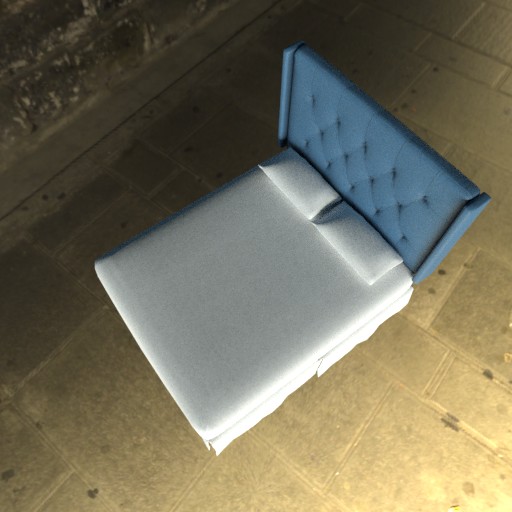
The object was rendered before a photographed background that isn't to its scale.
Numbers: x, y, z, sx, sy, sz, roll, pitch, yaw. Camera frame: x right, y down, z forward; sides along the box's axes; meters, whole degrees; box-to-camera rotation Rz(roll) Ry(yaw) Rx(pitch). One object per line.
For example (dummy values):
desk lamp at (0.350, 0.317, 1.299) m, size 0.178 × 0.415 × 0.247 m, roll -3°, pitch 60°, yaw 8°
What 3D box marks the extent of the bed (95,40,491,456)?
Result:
bed at (0.000, 0.000, 3.232) m, size 2.078 × 1.665 × 1.719 m, roll -33°, pitch 67°, yaw -16°
